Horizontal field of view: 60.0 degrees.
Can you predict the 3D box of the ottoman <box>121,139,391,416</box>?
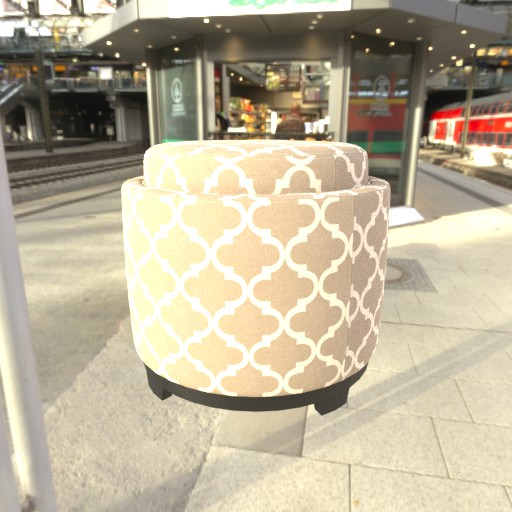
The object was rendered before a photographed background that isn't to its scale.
[{"bbox_3d":[0.000,0.000,0.849,0.480,0.429,0.480,0,16,0],"label":"ottoman"}]
